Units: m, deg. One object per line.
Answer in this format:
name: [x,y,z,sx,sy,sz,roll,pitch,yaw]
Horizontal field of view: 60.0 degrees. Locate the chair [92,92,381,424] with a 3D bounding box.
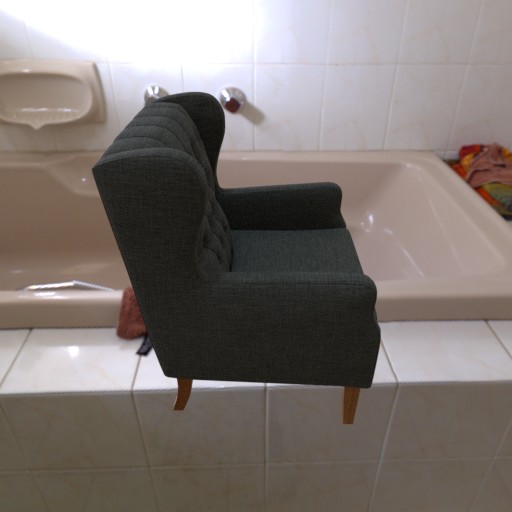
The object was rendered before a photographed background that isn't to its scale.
chair: [0.000,0.000,1.524,0.775,0.953,0.711,0,33,1]
